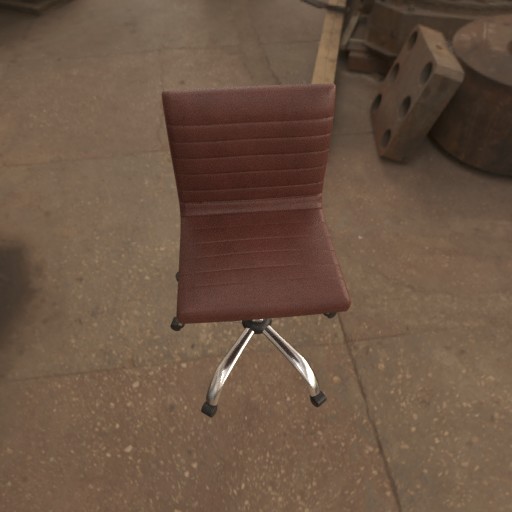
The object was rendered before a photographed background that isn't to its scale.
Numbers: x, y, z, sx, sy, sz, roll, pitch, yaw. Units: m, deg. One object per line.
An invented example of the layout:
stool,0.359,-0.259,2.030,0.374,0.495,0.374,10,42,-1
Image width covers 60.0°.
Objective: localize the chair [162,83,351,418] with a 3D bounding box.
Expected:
chair,0.000,0.000,1.163,0.556,0.780,0.530,-4,48,-4
